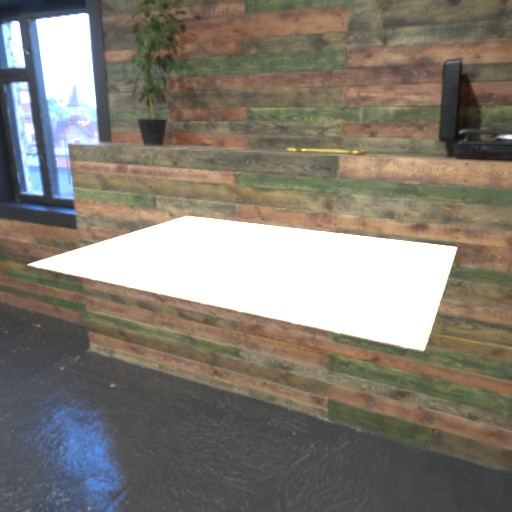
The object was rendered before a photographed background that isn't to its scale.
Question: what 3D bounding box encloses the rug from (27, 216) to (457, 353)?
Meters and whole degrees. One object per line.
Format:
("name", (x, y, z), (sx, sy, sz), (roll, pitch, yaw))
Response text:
("rug", (0.000, 0.000, 2.677), (2.134, 0.010, 1.524), (9, 19, 26))
